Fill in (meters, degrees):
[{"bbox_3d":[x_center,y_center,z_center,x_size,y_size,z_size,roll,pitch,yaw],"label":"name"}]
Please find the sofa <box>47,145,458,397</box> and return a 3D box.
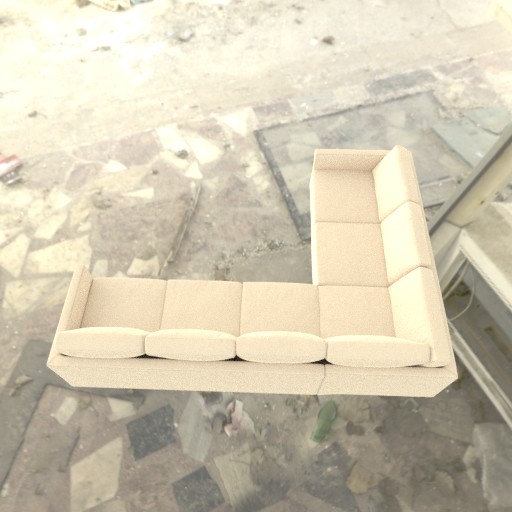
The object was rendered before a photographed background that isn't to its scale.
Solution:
[{"bbox_3d":[0.000,0.000,4.240,3.182,0.863,2.432,2,58,1],"label":"sofa"}]
